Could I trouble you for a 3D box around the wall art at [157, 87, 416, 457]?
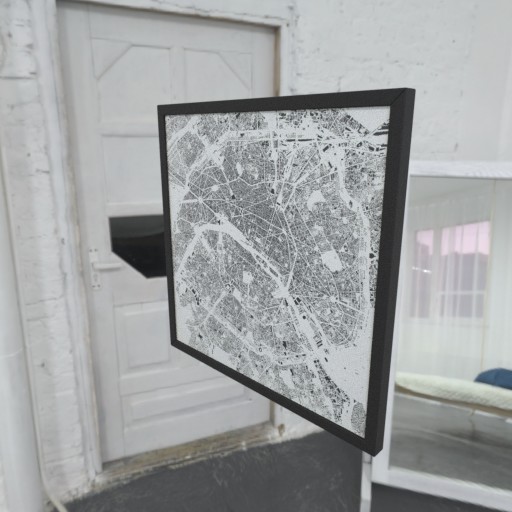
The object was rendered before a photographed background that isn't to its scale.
[{"bbox_3d":[0.000,0.000,1.138,0.763,0.763,0.037,15,21,42],"label":"wall art"}]
